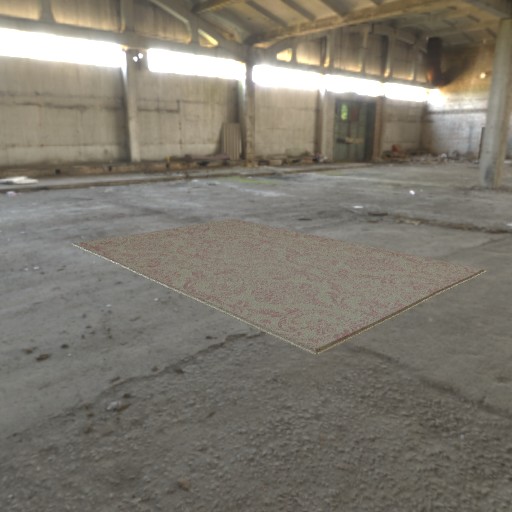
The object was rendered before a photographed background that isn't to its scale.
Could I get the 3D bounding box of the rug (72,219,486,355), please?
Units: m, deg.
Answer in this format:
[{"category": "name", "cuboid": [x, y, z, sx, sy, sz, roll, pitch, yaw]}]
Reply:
[{"category": "rug", "cuboid": [0.000, 0.000, 3.450, 1.819, 0.018, 2.746, -13, 20, -41]}]
